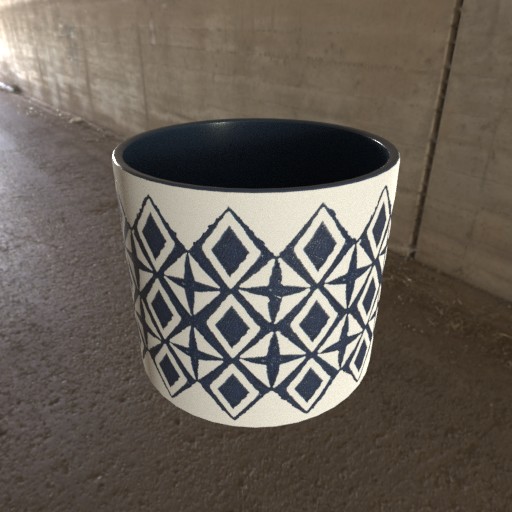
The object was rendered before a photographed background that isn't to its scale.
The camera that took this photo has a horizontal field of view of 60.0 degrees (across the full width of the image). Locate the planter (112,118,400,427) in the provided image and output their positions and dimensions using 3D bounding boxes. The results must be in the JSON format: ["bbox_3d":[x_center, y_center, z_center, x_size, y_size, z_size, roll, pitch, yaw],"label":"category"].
[{"bbox_3d":[0.000,0.000,0.286,0.159,0.144,0.159,0,28,0],"label":"planter"}]
